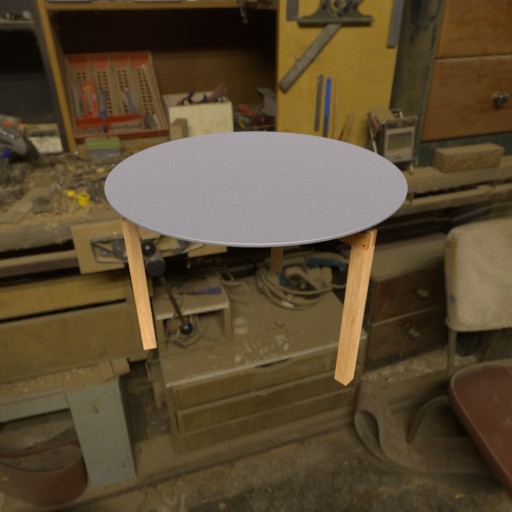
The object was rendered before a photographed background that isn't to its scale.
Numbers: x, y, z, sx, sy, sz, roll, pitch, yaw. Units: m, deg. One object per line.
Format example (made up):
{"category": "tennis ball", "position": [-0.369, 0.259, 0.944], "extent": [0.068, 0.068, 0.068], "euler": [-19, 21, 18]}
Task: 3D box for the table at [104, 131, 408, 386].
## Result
{"category": "table", "position": [0.000, 0.000, 1.018], "extent": [0.600, 0.405, 0.600], "euler": [0, 31, 0]}
